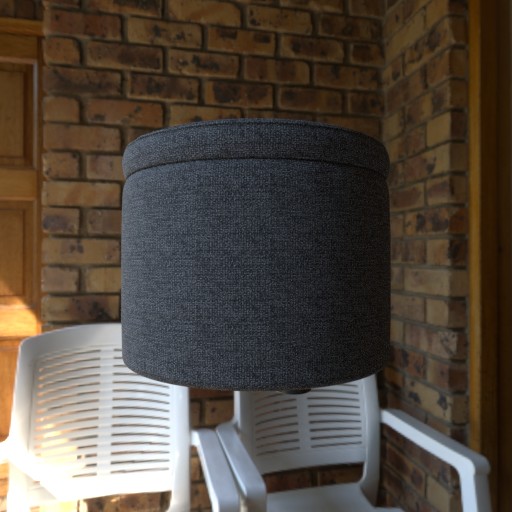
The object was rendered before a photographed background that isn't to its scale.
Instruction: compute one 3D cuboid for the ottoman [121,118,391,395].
[{"bbox_3d":[0.000,0.000,0.894,0.520,0.430,0.520,0,0,0],"label":"ottoman"}]
